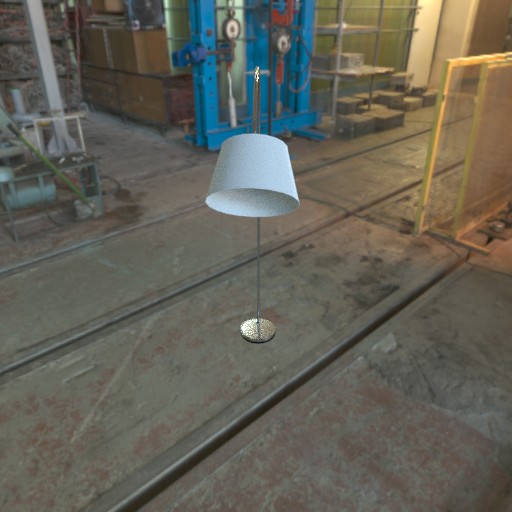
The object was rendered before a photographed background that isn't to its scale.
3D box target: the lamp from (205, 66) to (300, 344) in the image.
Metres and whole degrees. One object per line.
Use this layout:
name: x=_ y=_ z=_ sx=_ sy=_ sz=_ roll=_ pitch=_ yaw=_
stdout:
lamp: x=0.000 y=0.000 z=2.681 sx=0.406 sy=2.098 sz=1.445 roll=1 pitch=29 yaw=1
